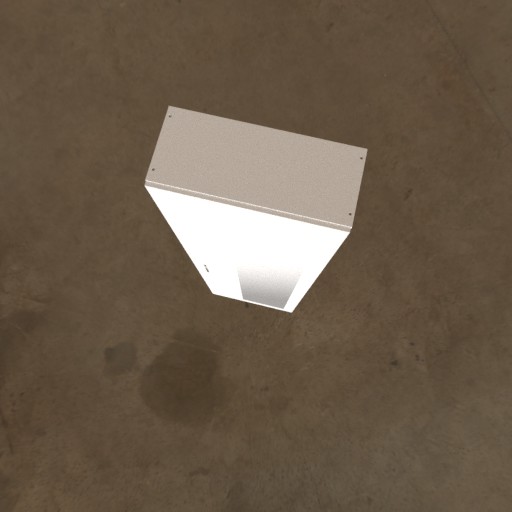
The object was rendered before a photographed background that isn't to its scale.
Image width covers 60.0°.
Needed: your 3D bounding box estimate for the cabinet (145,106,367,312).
[{"bbox_3d":[0.000,0.000,1.931,0.500,1.790,0.230,13,77,3],"label":"cabinet"}]
